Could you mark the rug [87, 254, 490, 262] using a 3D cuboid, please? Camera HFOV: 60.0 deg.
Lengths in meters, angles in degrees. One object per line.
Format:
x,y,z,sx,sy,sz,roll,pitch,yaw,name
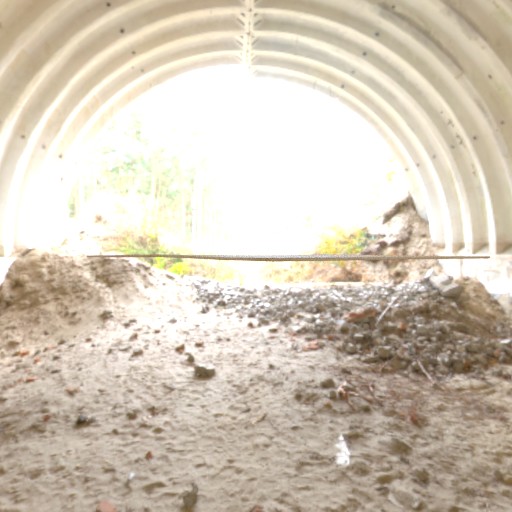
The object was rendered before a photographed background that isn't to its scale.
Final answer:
0.000,0.000,2.979,1.574,0.029,2.346,0,0,-36,rug
